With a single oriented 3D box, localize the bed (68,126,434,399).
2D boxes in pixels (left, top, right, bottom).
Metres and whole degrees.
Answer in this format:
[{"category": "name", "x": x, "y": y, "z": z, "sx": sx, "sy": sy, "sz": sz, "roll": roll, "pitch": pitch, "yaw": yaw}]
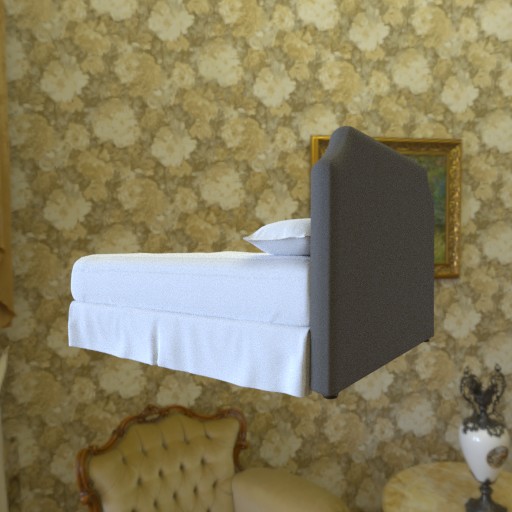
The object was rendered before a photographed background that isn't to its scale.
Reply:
[{"category": "bed", "x": 0.000, "y": 0.000, "z": 3.944, "sx": 2.536, "sy": 1.561, "sz": 2.194, "roll": 0, "pitch": 1, "yaw": 36}]
